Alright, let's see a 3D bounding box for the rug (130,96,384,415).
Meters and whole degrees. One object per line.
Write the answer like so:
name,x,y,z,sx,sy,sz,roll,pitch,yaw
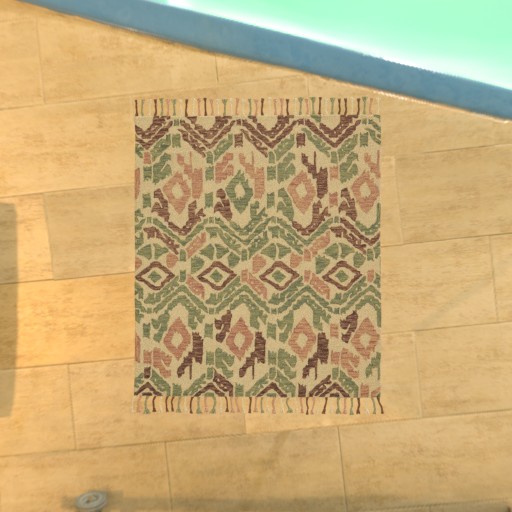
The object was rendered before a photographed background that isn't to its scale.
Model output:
rug,0.000,0.000,4.256,2.438,0.010,3.048,0,90,1
